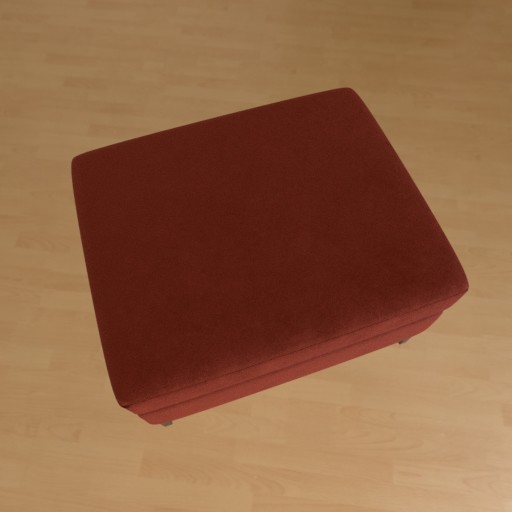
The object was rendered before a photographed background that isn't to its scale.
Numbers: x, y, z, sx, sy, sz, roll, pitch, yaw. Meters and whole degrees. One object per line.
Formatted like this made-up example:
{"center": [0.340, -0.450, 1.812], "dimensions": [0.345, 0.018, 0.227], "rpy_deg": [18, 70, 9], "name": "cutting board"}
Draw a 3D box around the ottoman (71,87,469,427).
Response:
{"center": [0.000, 0.000, 1.187], "dimensions": [0.782, 0.462, 0.650], "rpy_deg": [-17, 65, -8], "name": "ottoman"}
